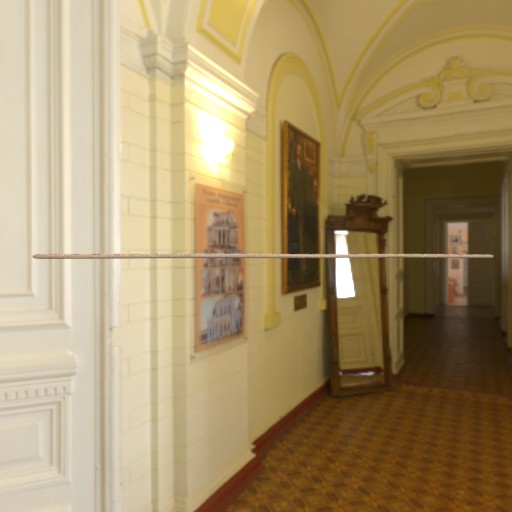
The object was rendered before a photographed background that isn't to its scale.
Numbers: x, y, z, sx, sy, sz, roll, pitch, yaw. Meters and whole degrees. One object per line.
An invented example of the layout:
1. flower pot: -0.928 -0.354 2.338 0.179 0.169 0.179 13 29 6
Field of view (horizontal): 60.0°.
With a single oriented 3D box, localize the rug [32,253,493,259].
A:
1. rug: 0.000 0.000 2.942 2.464 0.023 1.521 0 0 -19
